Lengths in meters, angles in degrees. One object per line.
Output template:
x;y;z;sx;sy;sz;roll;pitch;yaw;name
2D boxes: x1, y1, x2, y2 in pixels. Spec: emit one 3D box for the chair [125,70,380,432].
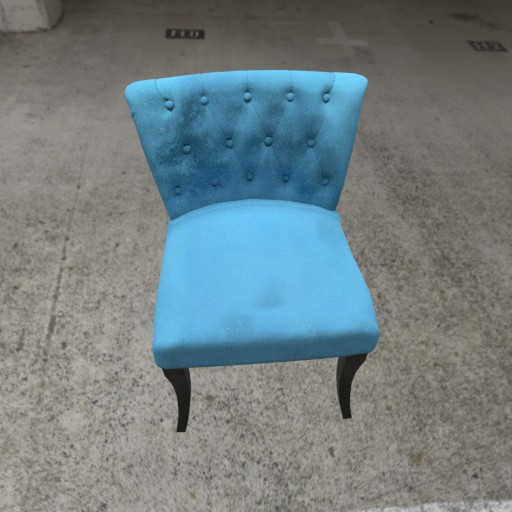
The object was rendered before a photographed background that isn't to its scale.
0.000;0.000;1.166;0.582;0.750;0.605;-3;47;-3;chair
